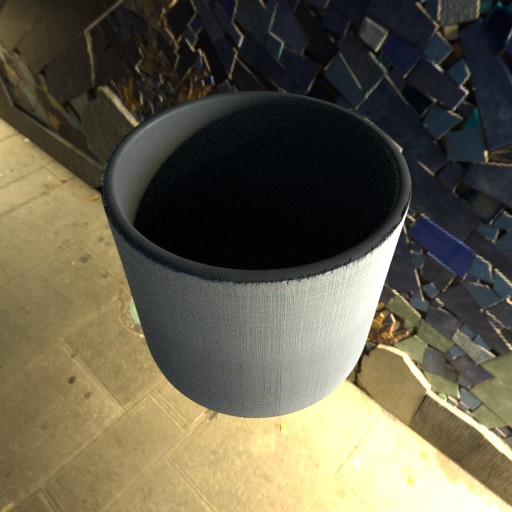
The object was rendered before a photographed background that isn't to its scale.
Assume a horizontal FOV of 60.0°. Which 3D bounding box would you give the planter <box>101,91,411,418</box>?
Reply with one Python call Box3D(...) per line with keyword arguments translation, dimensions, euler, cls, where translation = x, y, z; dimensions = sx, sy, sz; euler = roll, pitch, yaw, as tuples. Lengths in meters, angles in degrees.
Box3D(translation=(0.000, 0.000, 0.396), dimensions=(0.226, 0.201, 0.226), euler=(0, 48, 0), cls="planter")
